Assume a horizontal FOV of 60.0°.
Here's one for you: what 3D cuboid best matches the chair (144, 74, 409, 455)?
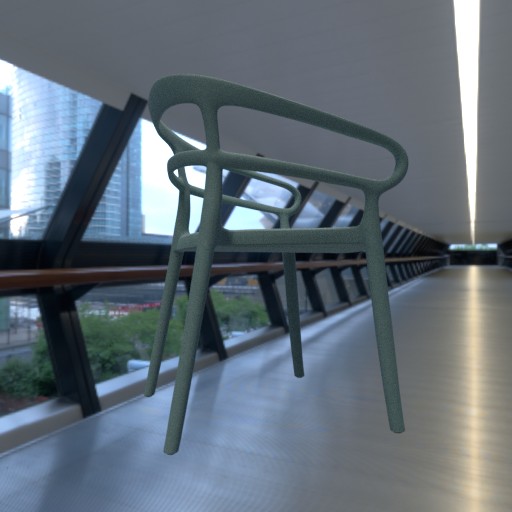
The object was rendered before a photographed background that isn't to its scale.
[{"bbox_3d":[0.000,0.000,1.111,0.527,0.761,0.559,0,-1,-19],"label":"chair"}]
